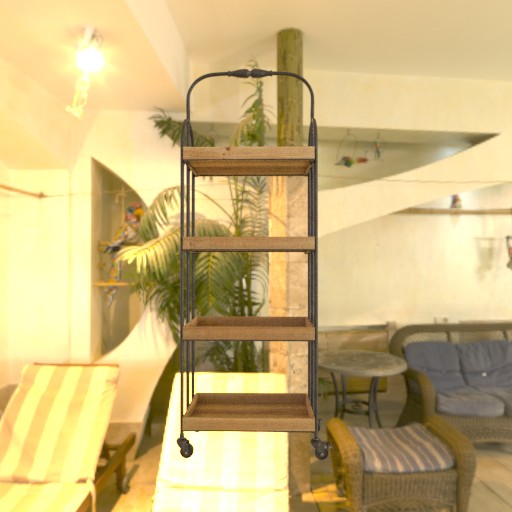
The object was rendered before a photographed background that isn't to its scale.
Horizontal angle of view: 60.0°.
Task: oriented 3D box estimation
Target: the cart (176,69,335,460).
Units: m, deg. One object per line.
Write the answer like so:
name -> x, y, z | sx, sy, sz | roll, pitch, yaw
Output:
cart -> 0.000, 0.000, 1.750 | 0.581, 1.481, 0.308 | 0, -1, 1
